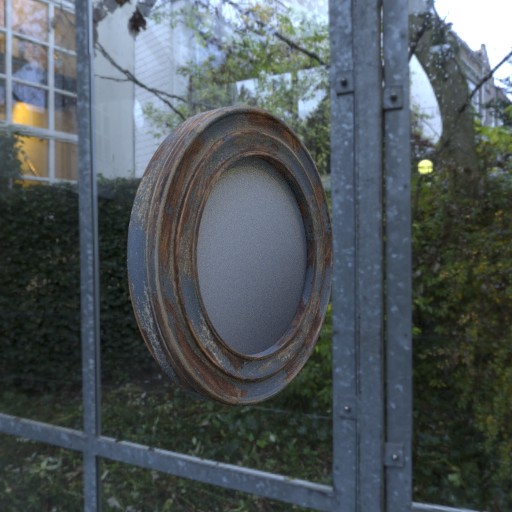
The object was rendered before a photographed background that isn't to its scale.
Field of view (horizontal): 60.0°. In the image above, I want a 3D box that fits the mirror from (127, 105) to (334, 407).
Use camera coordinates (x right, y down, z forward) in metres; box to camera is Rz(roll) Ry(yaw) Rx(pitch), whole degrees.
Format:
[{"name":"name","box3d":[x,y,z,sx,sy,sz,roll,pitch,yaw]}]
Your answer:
[{"name":"mirror","box3d":[0.000,0.000,0.901,0.061,0.585,0.585,0,1,37]}]
